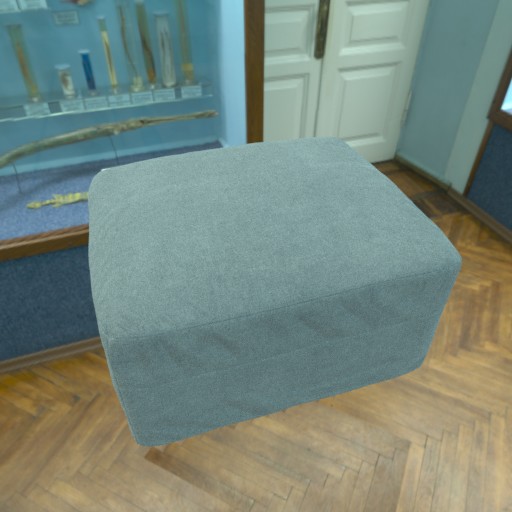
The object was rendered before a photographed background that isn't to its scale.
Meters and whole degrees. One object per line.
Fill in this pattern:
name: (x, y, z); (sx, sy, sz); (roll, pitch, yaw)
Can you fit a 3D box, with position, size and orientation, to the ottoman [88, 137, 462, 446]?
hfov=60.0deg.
ottoman: (0.000, 0.000, 1.226); (0.837, 0.481, 0.683); (-11, 42, -13)
